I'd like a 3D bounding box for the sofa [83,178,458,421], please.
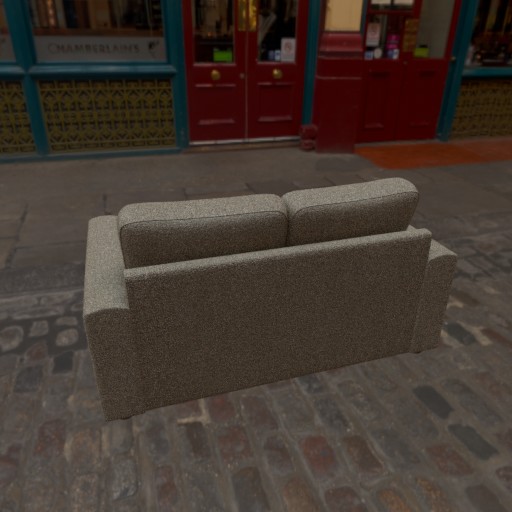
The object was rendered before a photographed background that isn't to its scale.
[{"bbox_3d":[0.000,0.000,2.270,1.616,0.873,1.016,-8,28,-16],"label":"sofa"}]
